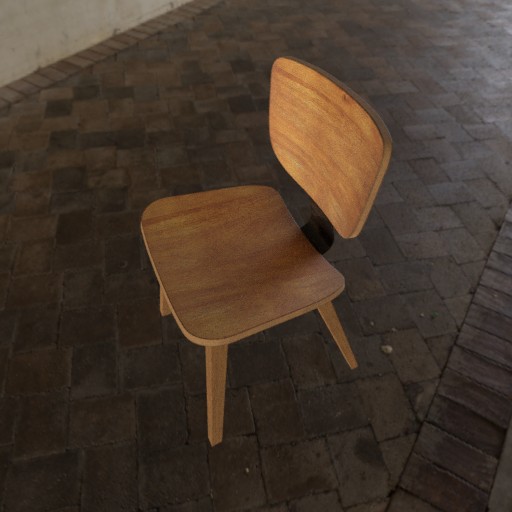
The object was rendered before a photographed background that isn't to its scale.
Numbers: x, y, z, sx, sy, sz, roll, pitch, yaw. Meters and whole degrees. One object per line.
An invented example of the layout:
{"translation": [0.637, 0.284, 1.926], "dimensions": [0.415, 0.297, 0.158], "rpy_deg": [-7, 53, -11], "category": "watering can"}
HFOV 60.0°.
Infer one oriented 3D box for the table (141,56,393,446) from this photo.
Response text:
{"translation": [0.000, 0.000, 1.126], "dimensions": [0.500, 0.805, 0.499], "rpy_deg": [-19, 50, -16], "category": "table"}
